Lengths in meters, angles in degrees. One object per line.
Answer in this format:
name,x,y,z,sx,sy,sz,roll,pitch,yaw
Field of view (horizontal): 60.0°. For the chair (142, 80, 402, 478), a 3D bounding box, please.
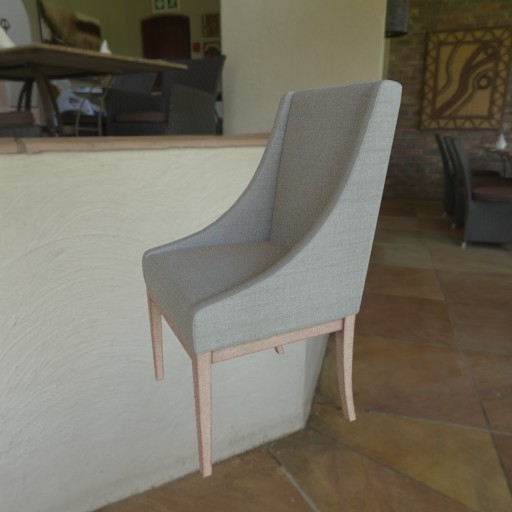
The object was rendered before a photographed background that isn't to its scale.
chair,0.000,0.000,1.398,0.611,1.021,0.575,-8,18,-24
